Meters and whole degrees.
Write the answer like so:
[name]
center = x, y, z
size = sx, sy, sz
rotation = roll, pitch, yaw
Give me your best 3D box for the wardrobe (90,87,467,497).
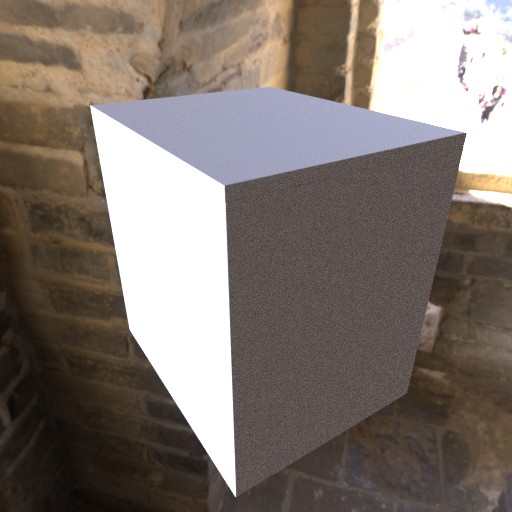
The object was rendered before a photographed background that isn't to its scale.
[wardrobe]
center = 0.000, 0.000, 0.851
size = 0.400, 0.520, 0.500
rotation = -18, 34, -28
